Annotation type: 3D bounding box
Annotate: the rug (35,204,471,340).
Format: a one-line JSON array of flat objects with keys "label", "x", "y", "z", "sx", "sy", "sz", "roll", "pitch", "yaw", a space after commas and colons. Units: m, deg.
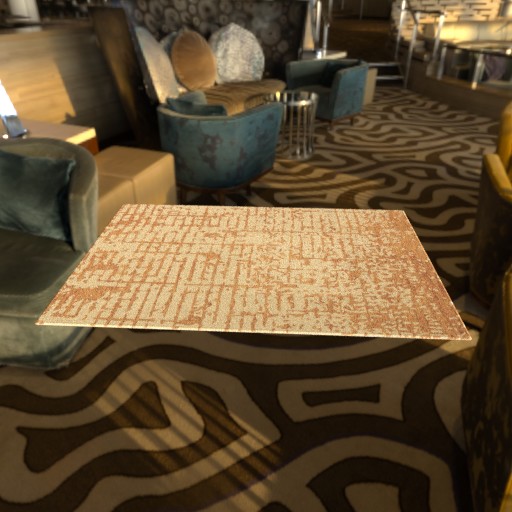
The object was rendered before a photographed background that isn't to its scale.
[{"label": "rug", "x": 0.000, "y": 0.000, "z": 2.369, "sx": 1.829, "sy": 0.011, "sz": 1.219, "roll": 2, "pitch": 31, "yaw": 3}]
